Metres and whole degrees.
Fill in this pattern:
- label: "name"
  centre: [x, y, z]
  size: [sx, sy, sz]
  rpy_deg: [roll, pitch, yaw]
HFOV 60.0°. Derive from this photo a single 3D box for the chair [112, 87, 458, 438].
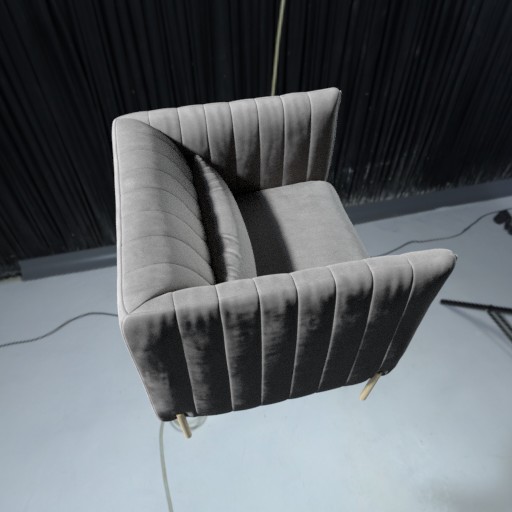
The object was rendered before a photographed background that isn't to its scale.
- label: "chair"
  centre: [0.000, 0.000, 1.635]
  size: [0.873, 0.779, 0.981]
  rpy_deg: [-10, 50, -9]
